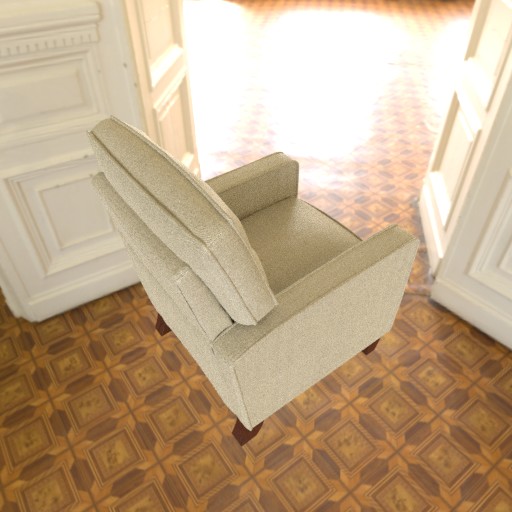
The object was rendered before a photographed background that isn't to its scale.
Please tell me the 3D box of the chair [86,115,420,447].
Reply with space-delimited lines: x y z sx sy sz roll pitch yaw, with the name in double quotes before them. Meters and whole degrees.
"chair" 0.000 0.000 1.392 0.754 0.888 0.648 -26 48 -26
